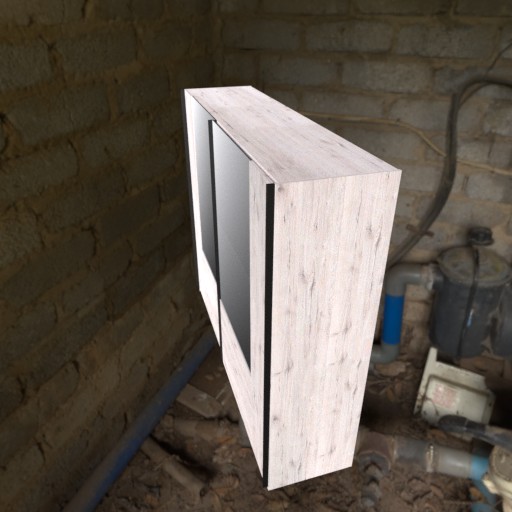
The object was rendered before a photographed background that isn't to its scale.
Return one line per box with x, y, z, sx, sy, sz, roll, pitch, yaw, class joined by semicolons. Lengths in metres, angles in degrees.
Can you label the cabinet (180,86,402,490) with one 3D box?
0.000;0.000;3.559;0.660;2.180;2.500;-9;31;-15;cabinet
